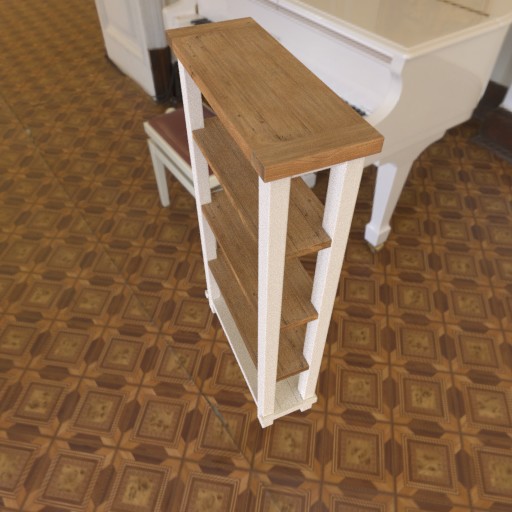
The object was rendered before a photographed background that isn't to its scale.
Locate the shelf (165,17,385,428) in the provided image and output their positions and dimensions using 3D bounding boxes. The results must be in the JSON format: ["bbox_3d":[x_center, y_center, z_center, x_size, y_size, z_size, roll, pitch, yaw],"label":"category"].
[{"bbox_3d":[0.000,0.000,2.241,0.381,1.878,1.022,-17,50,-15],"label":"shelf"}]
